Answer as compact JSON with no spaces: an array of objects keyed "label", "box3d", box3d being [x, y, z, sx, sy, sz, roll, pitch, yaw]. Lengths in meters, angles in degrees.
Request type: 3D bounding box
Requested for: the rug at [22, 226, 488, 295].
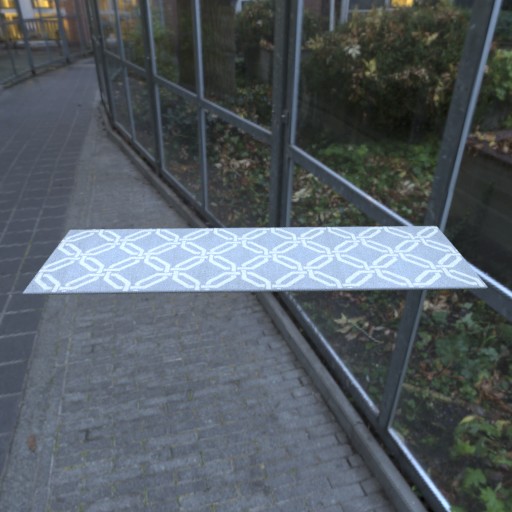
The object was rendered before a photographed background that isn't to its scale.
[{"label":"rug","box3d":[0.000,0.000,2.456,2.276,0.014,0.678,-1,30,-1]}]
